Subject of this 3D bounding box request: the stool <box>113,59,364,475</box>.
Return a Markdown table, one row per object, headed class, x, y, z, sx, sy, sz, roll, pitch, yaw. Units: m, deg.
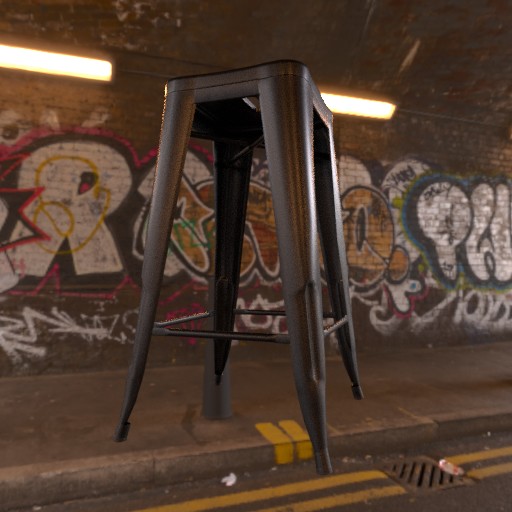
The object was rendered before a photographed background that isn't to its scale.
| class | x | y | z | sx | sy | sz | roll | pitch | yaw |
| --- | --- | --- | --- | --- | --- | --- | --- | --- | --- |
| stool | 0.000 | 0.000 | 0.848 | 0.359 | 0.609 | 0.399 | -1 | -2 | 20 |
